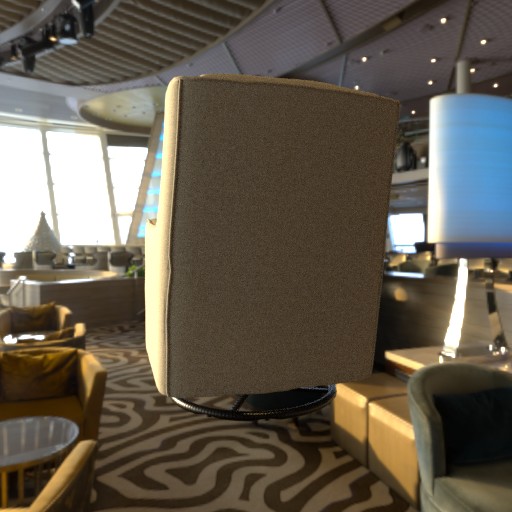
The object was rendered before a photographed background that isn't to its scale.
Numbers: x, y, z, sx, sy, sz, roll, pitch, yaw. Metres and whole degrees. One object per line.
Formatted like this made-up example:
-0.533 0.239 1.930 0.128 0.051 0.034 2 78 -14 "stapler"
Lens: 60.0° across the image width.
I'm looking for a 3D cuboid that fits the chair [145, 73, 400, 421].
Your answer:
0.000 0.000 1.591 0.732 0.993 0.879 0 1 -17 "chair"
